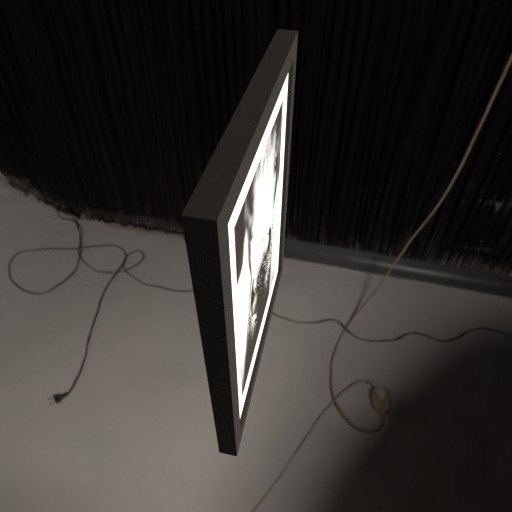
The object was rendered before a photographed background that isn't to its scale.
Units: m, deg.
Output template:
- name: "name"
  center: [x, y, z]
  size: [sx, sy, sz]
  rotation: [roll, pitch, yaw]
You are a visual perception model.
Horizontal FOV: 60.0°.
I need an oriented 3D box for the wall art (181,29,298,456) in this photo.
- name: "wall art"
  center: [0.000, 0.000, 0.536]
  size: [0.024, 0.404, 0.329]
  rotation: [9, 47, 9]
